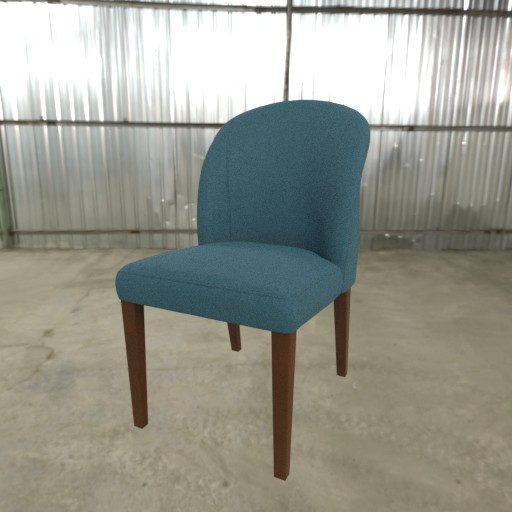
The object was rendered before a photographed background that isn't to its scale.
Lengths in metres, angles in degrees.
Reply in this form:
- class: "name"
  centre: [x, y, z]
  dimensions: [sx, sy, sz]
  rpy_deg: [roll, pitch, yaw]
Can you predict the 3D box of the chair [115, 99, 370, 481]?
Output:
- class: "chair"
  centre: [0.000, 0.000, 1.242]
  dimensions: [0.507, 0.879, 0.620]
  rpy_deg: [7, 16, 26]
